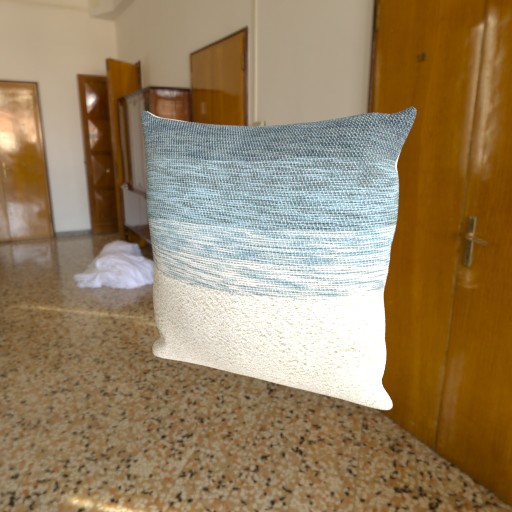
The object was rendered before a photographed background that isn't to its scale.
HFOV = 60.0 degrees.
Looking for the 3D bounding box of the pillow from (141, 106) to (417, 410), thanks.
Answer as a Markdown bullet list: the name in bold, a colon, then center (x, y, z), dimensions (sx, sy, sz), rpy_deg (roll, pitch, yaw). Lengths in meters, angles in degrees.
- **pillow**: center (0.000, 0.000, 0.688), dimensions (0.440, 0.441, 0.182), rpy_deg (7, 16, 25)
